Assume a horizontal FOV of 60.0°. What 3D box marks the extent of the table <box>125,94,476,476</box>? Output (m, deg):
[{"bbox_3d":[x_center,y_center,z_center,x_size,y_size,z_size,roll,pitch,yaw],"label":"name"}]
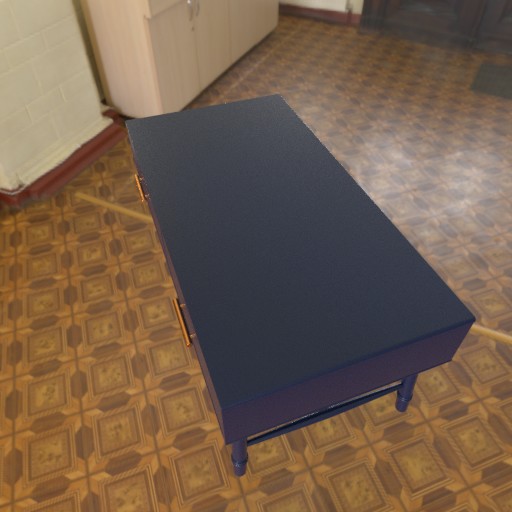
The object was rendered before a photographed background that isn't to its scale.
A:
[{"bbox_3d":[0.000,0.000,1.352,0.572,0.457,1.067,-15,48,-14],"label":"table"}]
